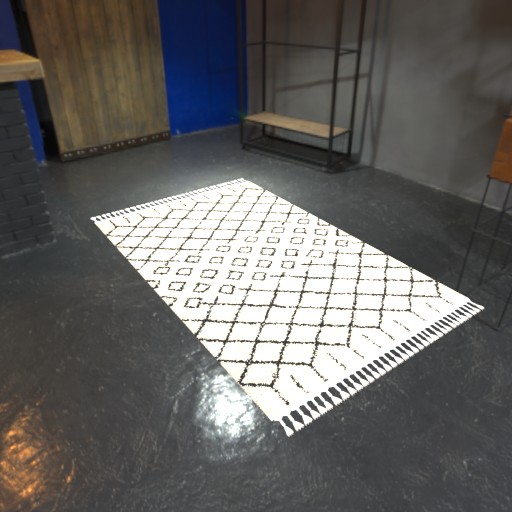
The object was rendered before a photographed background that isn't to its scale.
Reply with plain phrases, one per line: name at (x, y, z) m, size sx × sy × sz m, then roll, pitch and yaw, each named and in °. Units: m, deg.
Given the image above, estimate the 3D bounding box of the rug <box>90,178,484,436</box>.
rug at (0.000, 0.000, 2.468) m, size 1.196 × 0.008 × 2.006 m, roll -21°, pitch 37°, yaw -30°
